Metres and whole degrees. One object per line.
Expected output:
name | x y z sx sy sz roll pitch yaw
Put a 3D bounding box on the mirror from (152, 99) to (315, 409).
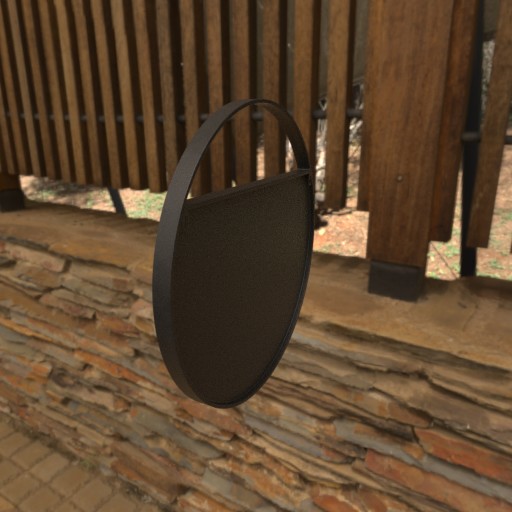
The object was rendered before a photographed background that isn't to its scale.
mirror | 0.000 0.000 0.847 0.032 0.565 0.565 9 19 26
